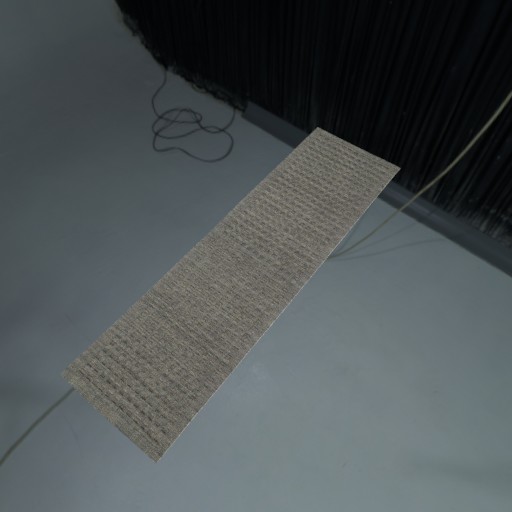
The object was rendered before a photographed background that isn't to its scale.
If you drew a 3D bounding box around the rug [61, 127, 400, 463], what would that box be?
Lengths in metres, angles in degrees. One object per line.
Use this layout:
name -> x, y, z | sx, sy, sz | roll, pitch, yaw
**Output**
rug -> 0.000, 0.000, 2.736 | 0.706, 0.009, 2.443 | 33, 62, 20
